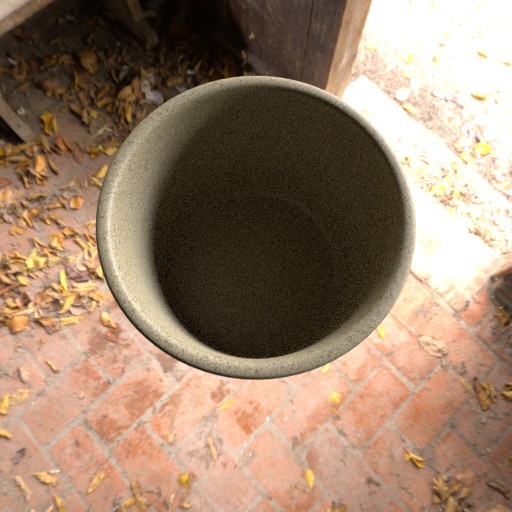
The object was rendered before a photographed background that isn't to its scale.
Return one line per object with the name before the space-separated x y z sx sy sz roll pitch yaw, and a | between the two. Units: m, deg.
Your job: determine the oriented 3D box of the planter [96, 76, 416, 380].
planter | 0.000 0.000 0.426 0.227 0.235 0.227 0 75 0
